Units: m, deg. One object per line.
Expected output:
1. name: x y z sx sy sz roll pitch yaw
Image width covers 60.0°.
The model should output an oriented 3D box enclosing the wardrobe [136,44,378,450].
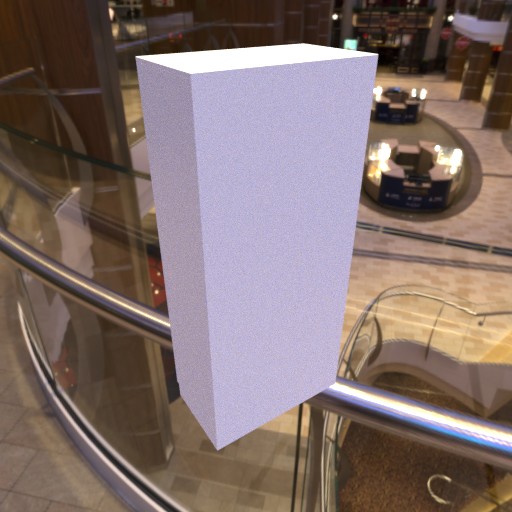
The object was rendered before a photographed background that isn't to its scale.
1. wardrobe: 0.000 0.000 2.043 0.760 1.700 0.470 -19 36 -28
